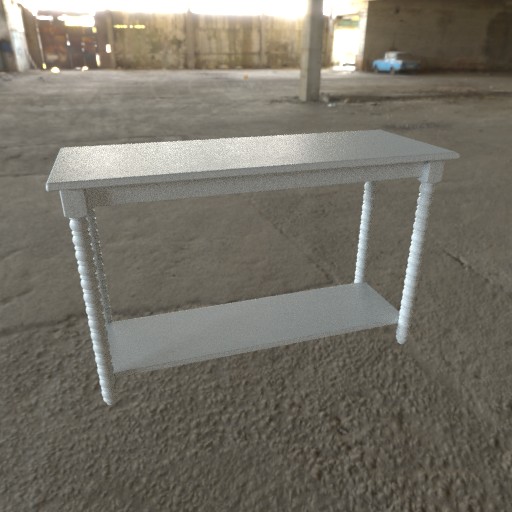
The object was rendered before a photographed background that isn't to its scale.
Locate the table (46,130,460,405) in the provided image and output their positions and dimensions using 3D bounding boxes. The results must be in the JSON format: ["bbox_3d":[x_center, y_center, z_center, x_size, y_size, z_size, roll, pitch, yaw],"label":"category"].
[{"bbox_3d":[0.000,0.000,1.554,1.184,0.740,0.459,-8,26,-16],"label":"table"}]
